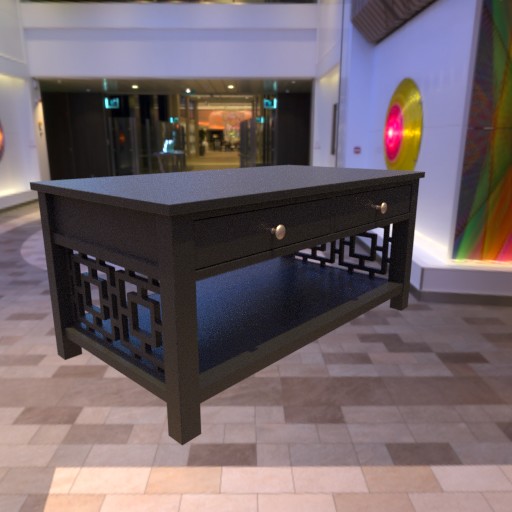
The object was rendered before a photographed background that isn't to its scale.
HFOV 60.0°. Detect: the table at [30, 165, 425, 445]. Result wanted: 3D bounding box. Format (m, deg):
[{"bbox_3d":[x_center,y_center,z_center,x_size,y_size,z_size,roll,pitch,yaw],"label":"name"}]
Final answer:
[{"bbox_3d":[0.000,0.000,1.390,0.612,0.493,1.068,13,20,41],"label":"table"}]
